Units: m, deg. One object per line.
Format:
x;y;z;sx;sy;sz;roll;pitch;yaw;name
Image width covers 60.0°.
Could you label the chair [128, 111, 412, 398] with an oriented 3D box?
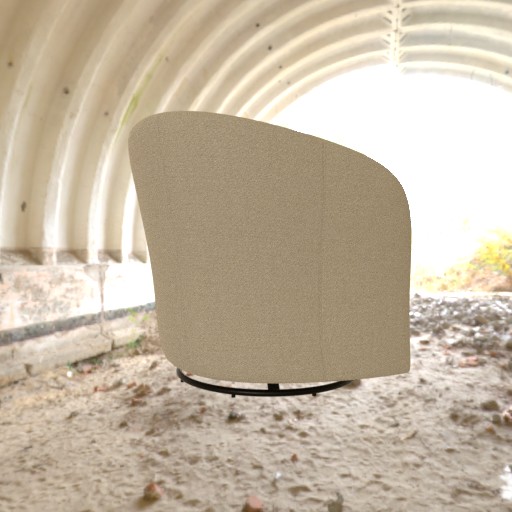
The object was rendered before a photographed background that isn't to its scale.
0.000;0.000;1.467;0.815;0.771;0.791;0;0;-18;chair
